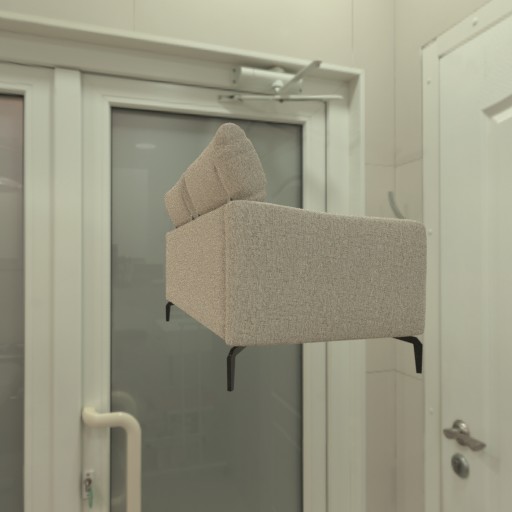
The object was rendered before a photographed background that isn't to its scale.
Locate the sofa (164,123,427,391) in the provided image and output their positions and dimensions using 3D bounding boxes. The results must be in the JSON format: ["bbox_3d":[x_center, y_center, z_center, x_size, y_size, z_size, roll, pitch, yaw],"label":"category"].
[{"bbox_3d":[0.000,0.000,2.539,0.856,0.956,2.015,0,-1,-18],"label":"sofa"}]
